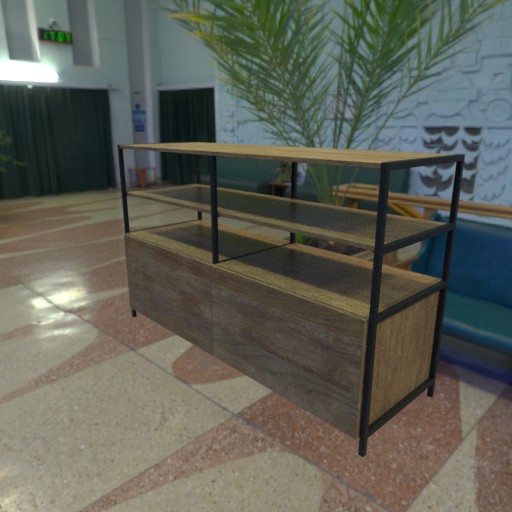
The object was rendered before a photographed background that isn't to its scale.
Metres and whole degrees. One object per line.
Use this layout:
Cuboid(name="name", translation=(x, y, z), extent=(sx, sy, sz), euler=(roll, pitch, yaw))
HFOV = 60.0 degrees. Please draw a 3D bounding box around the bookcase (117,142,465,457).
Cuboid(name="bookcase", translation=(0.000, 0.000, 1.507), extent=(0.391, 0.712, 1.149), euler=(-15, 22, -41))
